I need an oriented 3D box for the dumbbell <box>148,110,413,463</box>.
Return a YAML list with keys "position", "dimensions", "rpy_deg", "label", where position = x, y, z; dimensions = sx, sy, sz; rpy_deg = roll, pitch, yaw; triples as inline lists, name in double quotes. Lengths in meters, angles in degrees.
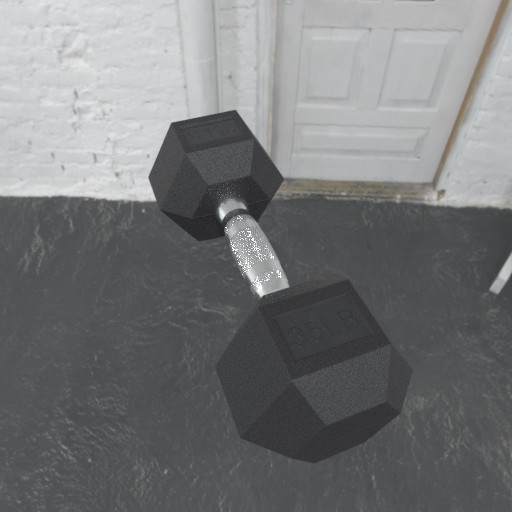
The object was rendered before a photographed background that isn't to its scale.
- position: [0.000, 0.000, 0.418]
  dimensions: [0.141, 0.123, 0.356]
  rpy_deg: [-16, 50, -14]
  label: "dumbbell"
